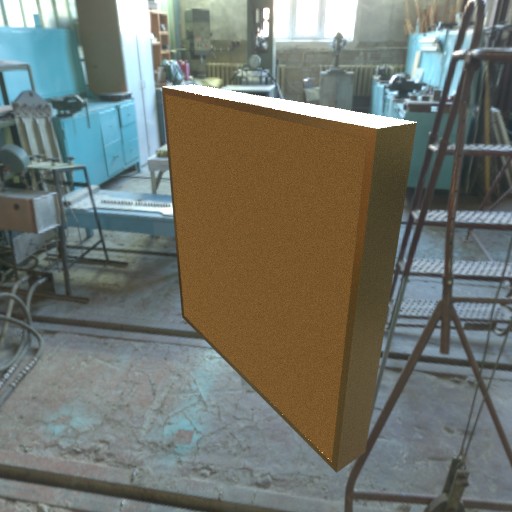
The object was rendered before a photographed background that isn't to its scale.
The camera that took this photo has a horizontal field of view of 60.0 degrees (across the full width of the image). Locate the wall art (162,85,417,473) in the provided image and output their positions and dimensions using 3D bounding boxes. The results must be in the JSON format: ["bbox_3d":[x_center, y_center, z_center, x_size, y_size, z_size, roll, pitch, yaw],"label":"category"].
[{"bbox_3d":[0.000,0.000,0.454,0.038,0.304,0.304,-18,31,-31],"label":"wall art"}]
